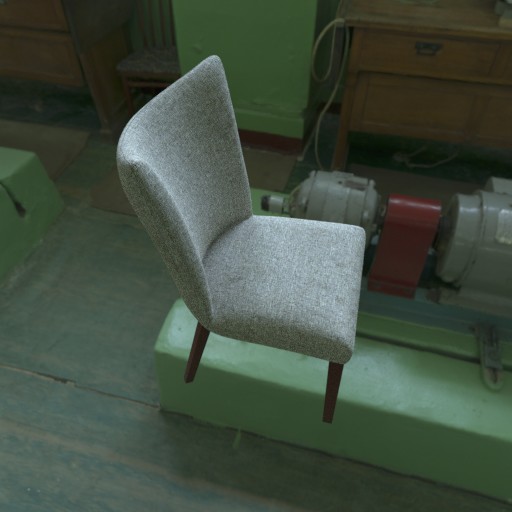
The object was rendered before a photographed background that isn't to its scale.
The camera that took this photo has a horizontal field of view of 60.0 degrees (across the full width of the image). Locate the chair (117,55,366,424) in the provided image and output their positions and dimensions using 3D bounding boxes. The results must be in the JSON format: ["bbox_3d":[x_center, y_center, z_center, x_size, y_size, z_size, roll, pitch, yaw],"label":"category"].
[{"bbox_3d":[0.000,0.000,1.297,0.623,0.924,0.535,10,47,10],"label":"chair"}]
